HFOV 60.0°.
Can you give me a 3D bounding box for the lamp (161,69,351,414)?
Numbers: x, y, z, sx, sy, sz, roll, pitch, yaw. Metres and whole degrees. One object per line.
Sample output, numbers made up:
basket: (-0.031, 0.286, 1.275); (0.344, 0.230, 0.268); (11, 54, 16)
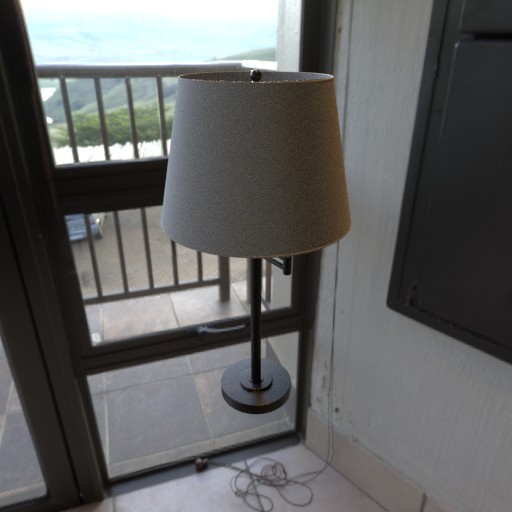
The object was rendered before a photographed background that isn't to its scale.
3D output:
lamp: (0.000, 0.000, 0.896); (0.363, 0.696, 0.363); (0, 26, 0)
